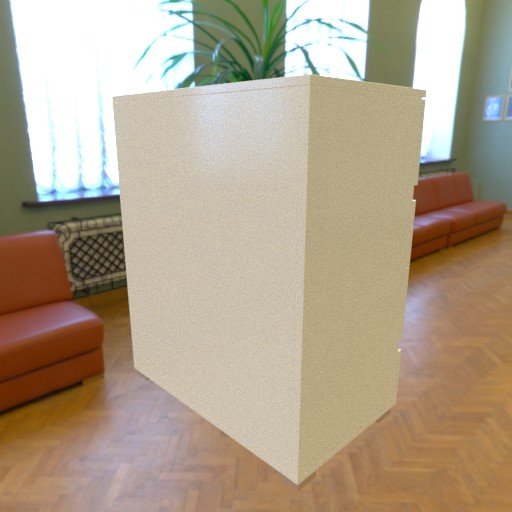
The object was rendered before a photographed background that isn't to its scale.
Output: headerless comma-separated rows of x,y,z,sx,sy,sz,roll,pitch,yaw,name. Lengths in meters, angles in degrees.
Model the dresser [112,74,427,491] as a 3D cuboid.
0.000,0.000,1.157,0.400,0.800,0.650,-15,22,-42,dresser
